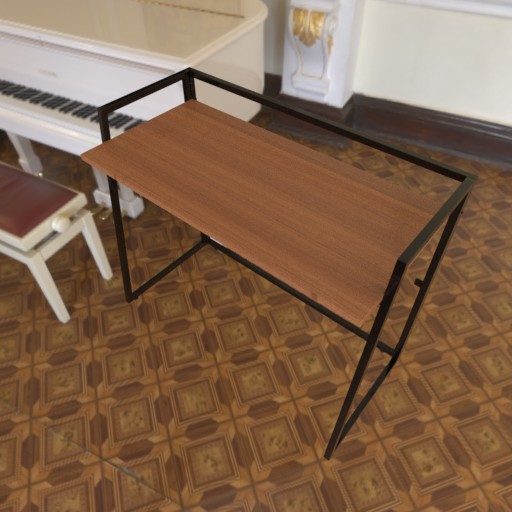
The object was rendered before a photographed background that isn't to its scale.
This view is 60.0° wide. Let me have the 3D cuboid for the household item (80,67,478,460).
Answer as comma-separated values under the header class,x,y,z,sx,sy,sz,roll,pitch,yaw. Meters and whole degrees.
class,x,y,z,sx,sy,sz,roll,pitch,yaw
household item,0.000,0.000,1.527,1.050,0.860,0.510,31,53,27
